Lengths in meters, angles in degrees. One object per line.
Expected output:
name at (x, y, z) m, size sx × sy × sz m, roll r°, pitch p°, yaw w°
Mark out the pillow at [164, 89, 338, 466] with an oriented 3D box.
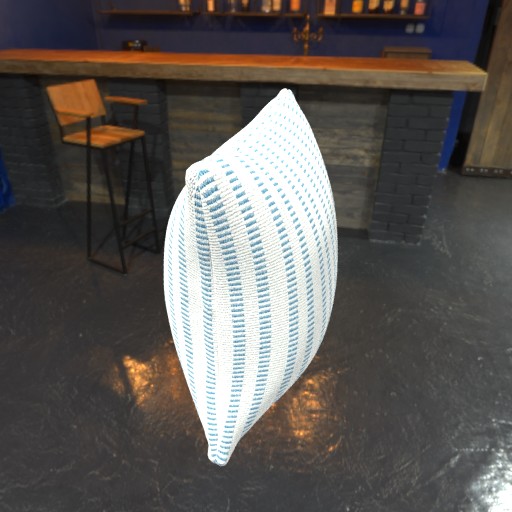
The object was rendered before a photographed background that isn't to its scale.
pillow at (0.000, 0.000, 0.675) m, size 0.247 × 0.419 × 0.438 m, roll 7°, pitch 31°, yaw 12°
